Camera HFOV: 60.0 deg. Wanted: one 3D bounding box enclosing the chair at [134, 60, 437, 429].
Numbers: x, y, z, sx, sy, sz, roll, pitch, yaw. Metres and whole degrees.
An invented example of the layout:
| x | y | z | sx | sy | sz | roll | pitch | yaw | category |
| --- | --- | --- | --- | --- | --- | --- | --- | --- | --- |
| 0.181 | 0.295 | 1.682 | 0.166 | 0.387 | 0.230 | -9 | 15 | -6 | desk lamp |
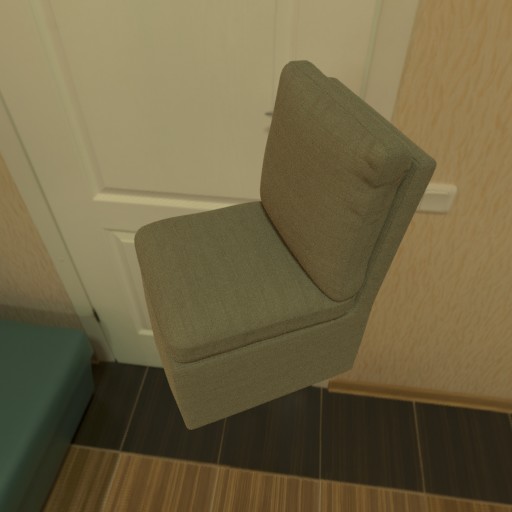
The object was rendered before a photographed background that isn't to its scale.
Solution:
| x | y | z | sx | sy | sz | roll | pitch | yaw | category |
| --- | --- | --- | --- | --- | --- | --- | --- | --- | --- |
| 0.000 | 0.000 | 1.327 | 0.698 | 0.927 | 0.503 | -16 | 48 | -15 | chair |
